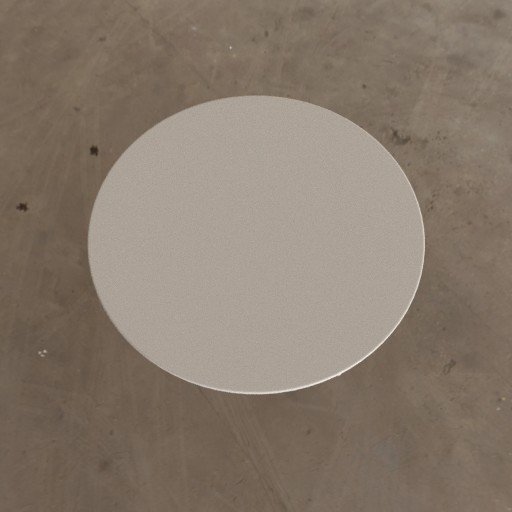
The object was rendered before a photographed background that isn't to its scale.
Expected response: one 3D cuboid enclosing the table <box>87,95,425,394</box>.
[{"bbox_3d":[0.000,0.000,1.415,0.910,0.457,0.910,0,65,0],"label":"table"}]
